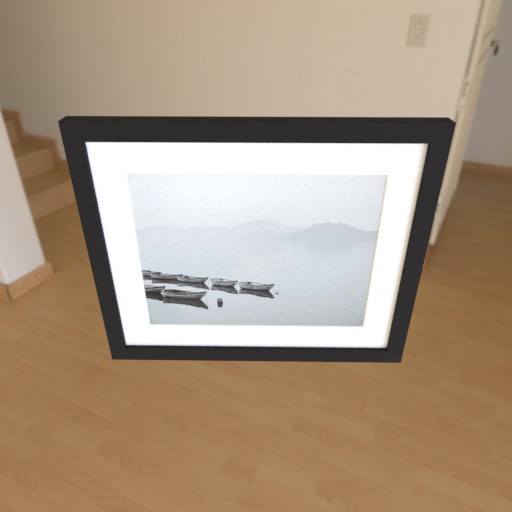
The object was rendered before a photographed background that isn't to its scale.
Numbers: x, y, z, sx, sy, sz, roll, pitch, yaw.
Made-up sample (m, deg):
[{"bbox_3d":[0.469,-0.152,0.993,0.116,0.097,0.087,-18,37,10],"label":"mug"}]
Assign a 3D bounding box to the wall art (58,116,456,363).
[{"bbox_3d":[0.000,0.000,0.747,0.554,0.454,0.030,0,31,1],"label":"wall art"}]
